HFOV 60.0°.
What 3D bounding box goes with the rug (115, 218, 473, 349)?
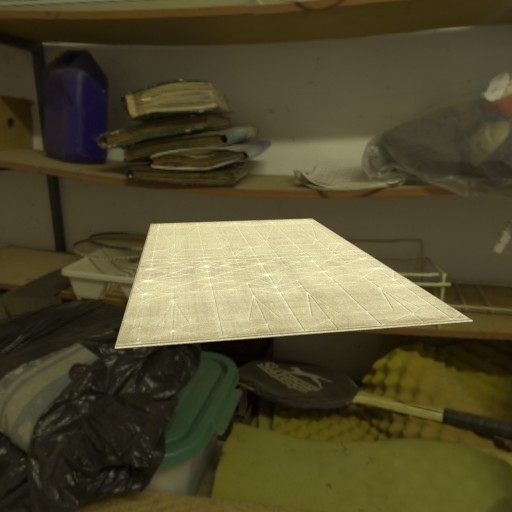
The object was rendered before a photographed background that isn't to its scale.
[{"bbox_3d":[0.000,0.000,2.990,1.524,0.012,2.438,-3,16,-9],"label":"rug"}]
